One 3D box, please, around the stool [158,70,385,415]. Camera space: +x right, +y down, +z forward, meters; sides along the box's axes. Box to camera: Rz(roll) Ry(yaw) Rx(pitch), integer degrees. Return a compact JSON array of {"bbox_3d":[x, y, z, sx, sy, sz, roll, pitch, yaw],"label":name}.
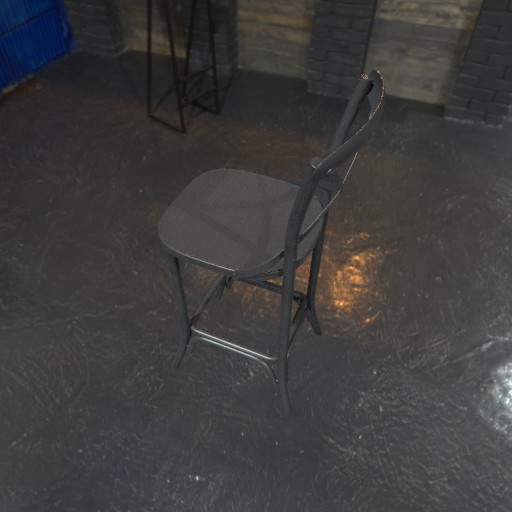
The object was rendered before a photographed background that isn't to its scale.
[{"bbox_3d":[0.000,0.000,1.445,0.584,1.168,0.457,17,49,16],"label":"stool"}]
